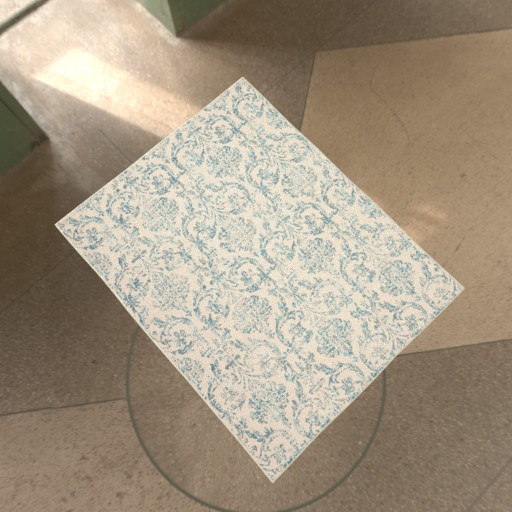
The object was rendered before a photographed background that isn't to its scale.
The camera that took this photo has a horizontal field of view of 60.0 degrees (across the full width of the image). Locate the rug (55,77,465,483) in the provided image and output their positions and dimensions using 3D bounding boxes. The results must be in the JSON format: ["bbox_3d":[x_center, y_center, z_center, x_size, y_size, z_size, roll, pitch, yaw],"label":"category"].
[{"bbox_3d":[0.000,0.000,4.055,2.363,0.012,2.980,-42,79,-10],"label":"rug"}]
